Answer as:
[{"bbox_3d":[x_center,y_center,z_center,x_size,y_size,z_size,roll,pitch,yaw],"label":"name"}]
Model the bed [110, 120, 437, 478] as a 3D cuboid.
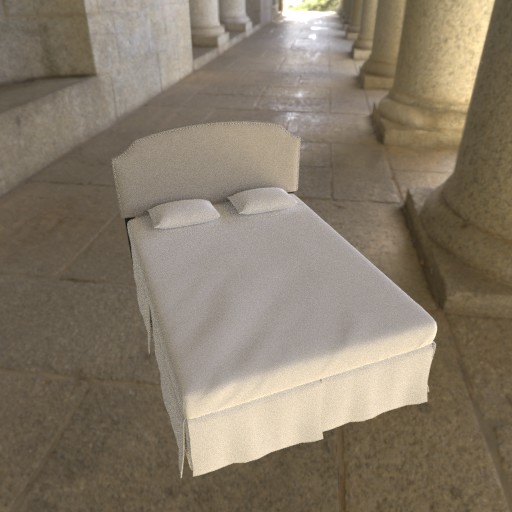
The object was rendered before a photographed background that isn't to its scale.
[{"bbox_3d":[0.000,0.000,2.923,1.558,1.270,1.999,-12,34,-18],"label":"bed"}]
